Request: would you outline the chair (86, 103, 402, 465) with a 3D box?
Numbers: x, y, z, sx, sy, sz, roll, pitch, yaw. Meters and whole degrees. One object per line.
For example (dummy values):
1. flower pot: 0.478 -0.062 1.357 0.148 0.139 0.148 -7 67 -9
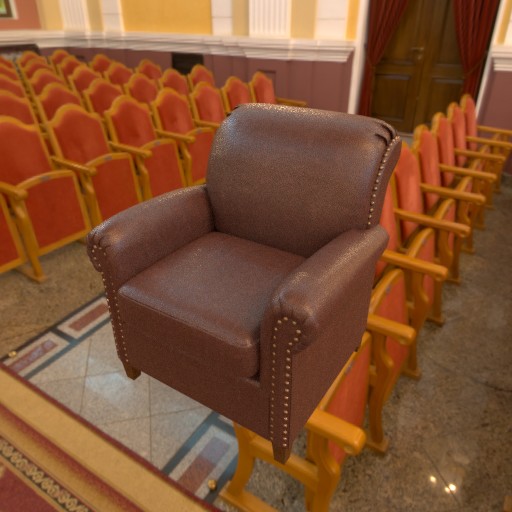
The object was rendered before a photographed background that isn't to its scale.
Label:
1. chair: 0.000 0.000 1.599 0.854 0.927 0.890 18 34 28
